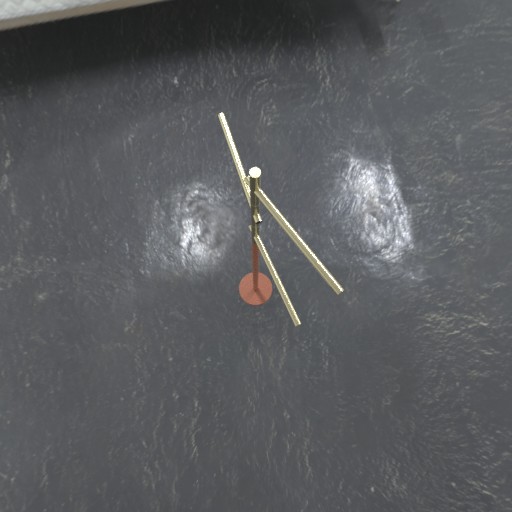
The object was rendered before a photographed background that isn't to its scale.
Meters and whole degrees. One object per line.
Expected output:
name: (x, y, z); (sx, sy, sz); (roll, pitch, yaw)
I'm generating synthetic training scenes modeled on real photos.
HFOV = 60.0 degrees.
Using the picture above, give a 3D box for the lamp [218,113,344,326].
lamp: (0.000, 0.000, 1.967); (0.209, 1.704, 0.737); (-31, 78, -8)
